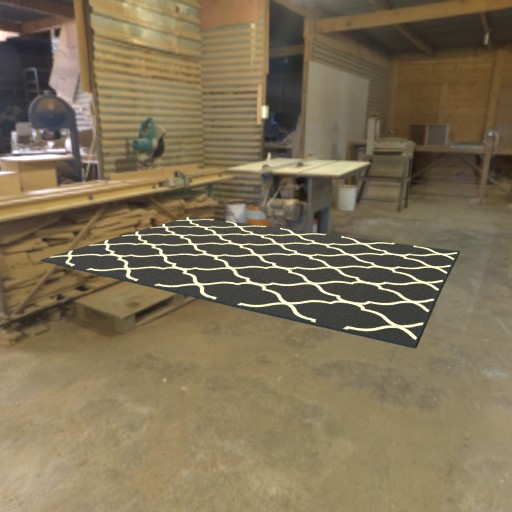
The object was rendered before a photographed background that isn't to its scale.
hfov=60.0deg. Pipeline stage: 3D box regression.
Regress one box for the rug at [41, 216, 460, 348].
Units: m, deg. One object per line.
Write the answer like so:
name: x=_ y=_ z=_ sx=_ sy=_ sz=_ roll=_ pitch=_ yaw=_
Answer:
rug: x=0.000 y=0.000 z=2.890 sx=2.294 sy=0.014 sz=1.528 roll=9 pitch=19 yaw=28
